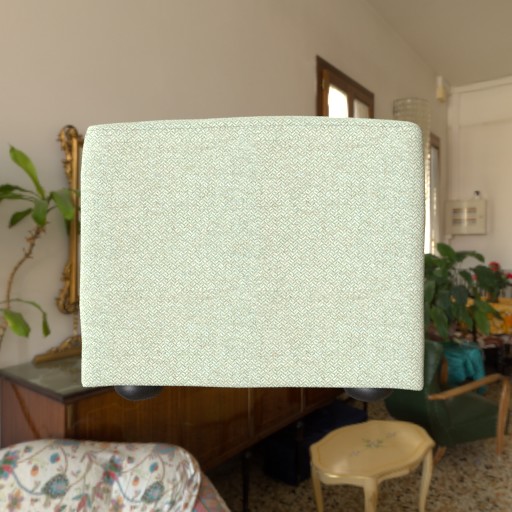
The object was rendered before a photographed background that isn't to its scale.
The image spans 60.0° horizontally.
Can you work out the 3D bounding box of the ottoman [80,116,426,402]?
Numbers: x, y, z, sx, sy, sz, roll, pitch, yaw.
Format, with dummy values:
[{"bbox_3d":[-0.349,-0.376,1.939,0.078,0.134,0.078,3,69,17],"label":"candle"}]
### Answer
[{"bbox_3d":[0.000,0.000,0.895,0.512,0.453,0.521,0,1,2],"label":"ottoman"}]
